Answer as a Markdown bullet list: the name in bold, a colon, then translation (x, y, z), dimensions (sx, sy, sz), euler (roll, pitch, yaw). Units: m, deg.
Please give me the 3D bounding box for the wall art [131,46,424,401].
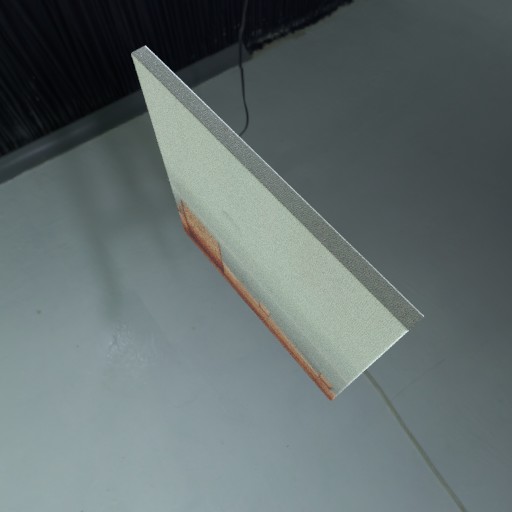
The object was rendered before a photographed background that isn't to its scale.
- **wall art**: translation (0.000, 0.000, 1.132), dimensions (0.042, 0.760, 0.760), euler (-37, 70, -16)
